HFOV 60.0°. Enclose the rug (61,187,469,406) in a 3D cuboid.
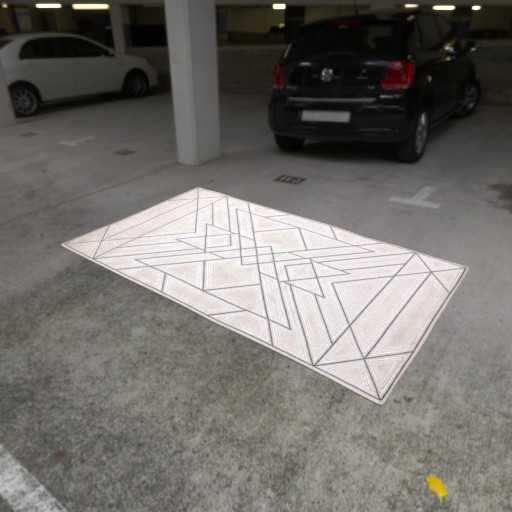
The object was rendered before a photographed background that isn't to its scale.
[{"bbox_3d":[0.000,0.000,1.081,0.869,0.008,0.511,20,36,31],"label":"rug"}]
